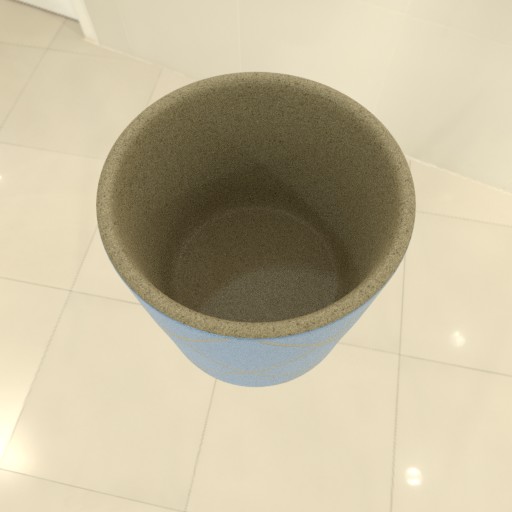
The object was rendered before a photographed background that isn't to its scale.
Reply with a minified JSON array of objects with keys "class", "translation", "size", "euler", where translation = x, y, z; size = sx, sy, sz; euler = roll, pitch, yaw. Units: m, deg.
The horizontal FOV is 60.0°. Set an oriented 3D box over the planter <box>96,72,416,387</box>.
[{"class":"planter","translation":[0.000,0.000,0.422],"size":[0.227,0.235,0.227],"euler":[0,64,0]}]
